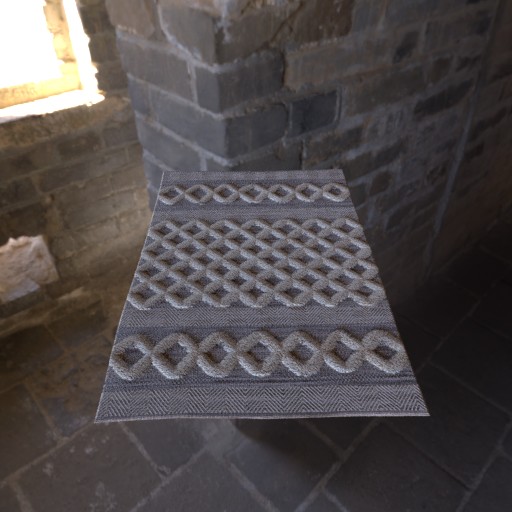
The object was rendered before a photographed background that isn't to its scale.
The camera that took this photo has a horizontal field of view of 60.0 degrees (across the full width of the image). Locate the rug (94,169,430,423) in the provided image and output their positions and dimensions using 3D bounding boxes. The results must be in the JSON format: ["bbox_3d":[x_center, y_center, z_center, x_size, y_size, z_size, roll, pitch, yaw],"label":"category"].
[{"bbox_3d":[0.000,0.000,2.293,1.222,0.030,1.823,-1,40,-1],"label":"rug"}]
